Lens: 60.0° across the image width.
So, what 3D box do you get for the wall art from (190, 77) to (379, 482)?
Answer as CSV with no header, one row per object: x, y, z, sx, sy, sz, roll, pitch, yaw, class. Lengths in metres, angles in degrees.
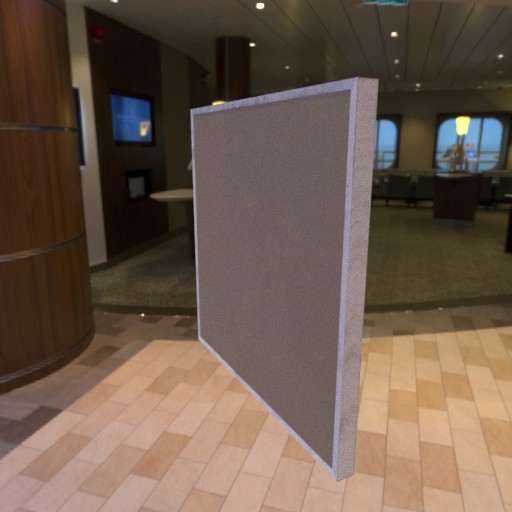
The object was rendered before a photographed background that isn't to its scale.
0.000,0.000,0.753,0.029,0.506,0.508,-7,16,-27,wall art
